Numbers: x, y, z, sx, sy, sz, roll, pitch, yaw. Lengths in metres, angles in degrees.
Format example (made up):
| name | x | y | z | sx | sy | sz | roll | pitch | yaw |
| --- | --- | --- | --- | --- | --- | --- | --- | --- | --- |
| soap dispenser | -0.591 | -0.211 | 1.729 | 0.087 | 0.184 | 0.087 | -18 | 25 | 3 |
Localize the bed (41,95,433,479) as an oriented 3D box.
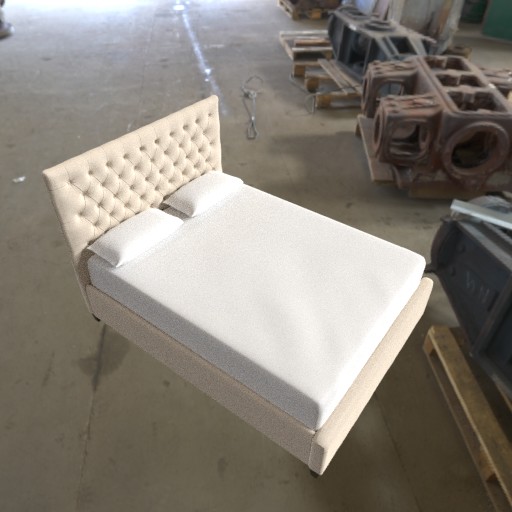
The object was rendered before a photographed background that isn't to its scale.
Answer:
| name | x | y | z | sx | sy | sz | roll | pitch | yaw |
| --- | --- | --- | --- | --- | --- | --- | --- | --- | --- |
| bed | 0.000 | 0.000 | 3.284 | 2.233 | 1.426 | 1.696 | 26 | 47 | 27 |
